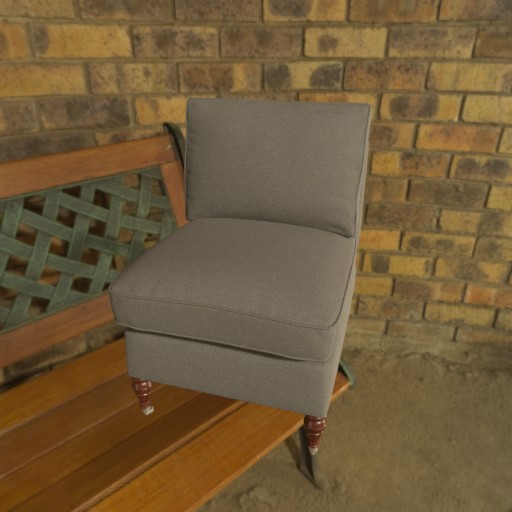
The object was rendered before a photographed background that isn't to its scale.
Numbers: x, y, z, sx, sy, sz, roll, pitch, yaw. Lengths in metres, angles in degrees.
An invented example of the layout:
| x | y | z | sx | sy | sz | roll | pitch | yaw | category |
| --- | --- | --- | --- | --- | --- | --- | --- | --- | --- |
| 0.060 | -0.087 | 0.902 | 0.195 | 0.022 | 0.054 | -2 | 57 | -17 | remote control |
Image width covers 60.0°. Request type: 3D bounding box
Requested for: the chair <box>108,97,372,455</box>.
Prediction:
| x | y | z | sx | sy | sz | roll | pitch | yaw | category |
| --- | --- | --- | --- | --- | --- | --- | --- | --- | --- |
| 0.000 | 0.000 | 1.645 | 0.724 | 1.045 | 0.924 | 7 | 27 | 15 | chair |
